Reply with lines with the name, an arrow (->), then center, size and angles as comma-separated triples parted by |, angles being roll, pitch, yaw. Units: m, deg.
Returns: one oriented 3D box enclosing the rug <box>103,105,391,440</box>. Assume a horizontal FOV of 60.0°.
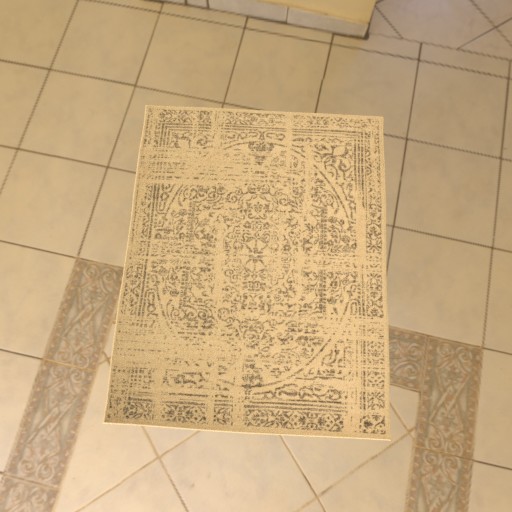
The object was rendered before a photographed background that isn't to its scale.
rug -> 0.000, 0.000, 3.897 | 2.311, 0.032, 2.921 | 3, 75, 1
